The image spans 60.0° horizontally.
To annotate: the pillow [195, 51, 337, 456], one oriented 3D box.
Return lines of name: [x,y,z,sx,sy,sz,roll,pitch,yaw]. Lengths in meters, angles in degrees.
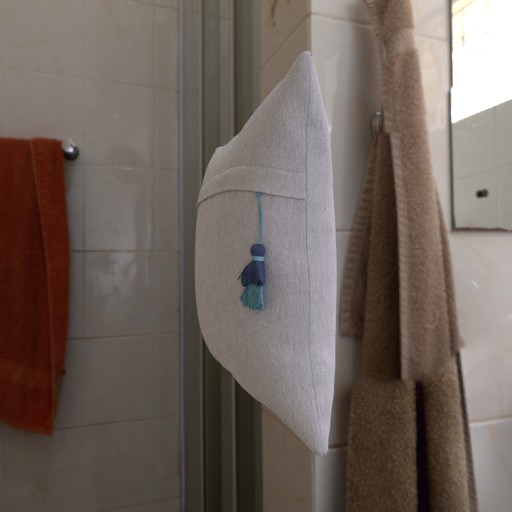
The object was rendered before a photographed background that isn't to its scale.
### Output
pillow: [0.000,0.000,0.680,0.173,0.436,0.433,0,-1,-18]
